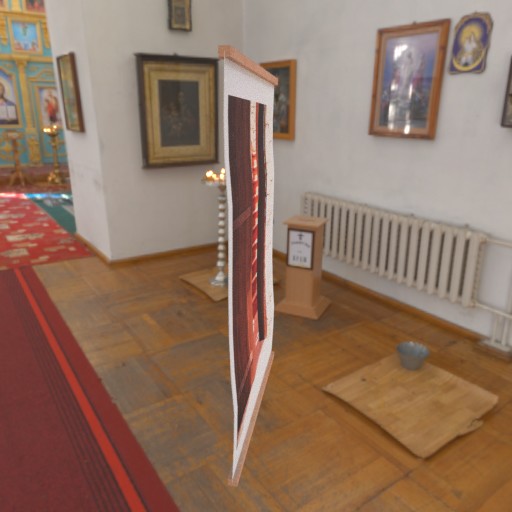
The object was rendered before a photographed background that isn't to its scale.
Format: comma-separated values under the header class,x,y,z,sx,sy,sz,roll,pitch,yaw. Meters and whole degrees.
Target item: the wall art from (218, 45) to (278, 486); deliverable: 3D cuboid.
class,x,y,z,sx,sy,sz,roll,pitch,yaw
wall art,0.000,0.000,0.643,0.012,0.508,0.332,3,17,10
